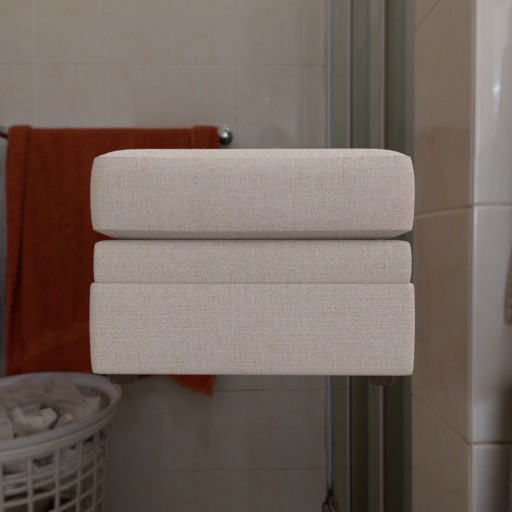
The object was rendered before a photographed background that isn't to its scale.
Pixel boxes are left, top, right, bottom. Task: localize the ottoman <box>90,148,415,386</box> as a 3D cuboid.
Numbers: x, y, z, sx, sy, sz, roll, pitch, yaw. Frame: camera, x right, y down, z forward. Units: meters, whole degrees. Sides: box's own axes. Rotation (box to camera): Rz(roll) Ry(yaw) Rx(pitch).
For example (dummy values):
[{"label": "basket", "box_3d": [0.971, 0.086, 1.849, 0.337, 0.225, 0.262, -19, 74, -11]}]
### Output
[{"label": "ottoman", "box_3d": [0.000, 0.000, 1.247, 0.637, 0.478, 0.885, 0, 2, 1]}]
